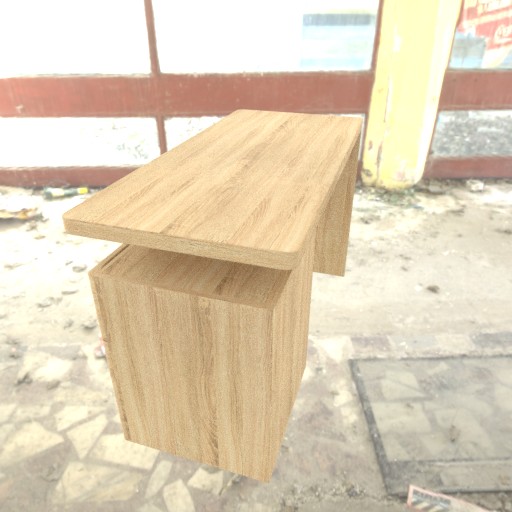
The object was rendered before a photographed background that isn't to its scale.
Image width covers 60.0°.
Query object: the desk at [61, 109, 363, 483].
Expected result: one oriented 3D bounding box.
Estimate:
[{"bbox_3d":[0.000,0.000,1.599,0.550,0.760,1.200,9,31,15],"label":"desk"}]
